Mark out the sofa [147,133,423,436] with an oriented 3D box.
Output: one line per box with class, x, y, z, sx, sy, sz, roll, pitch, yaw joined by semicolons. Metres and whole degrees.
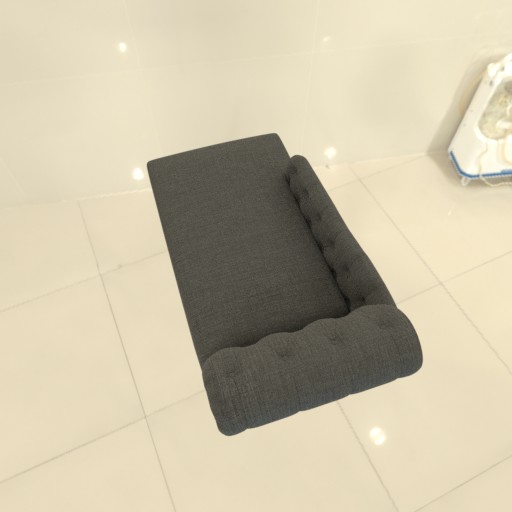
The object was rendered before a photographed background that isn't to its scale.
sofa;0.000;0.000;1.805;0.675;0.787;1.379;-15;59;-10
